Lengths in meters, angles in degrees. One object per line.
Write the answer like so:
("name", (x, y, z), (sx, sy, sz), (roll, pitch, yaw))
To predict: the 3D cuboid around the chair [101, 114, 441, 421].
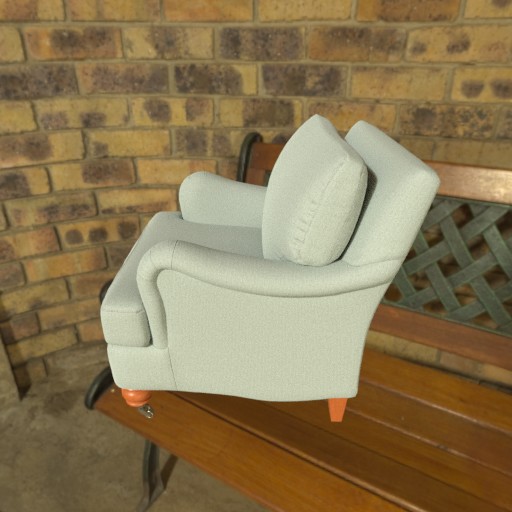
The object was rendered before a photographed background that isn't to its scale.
("chair", (0.000, 0.000, 1.846), (1.070, 1.038, 0.955), (0, 26, 0))
